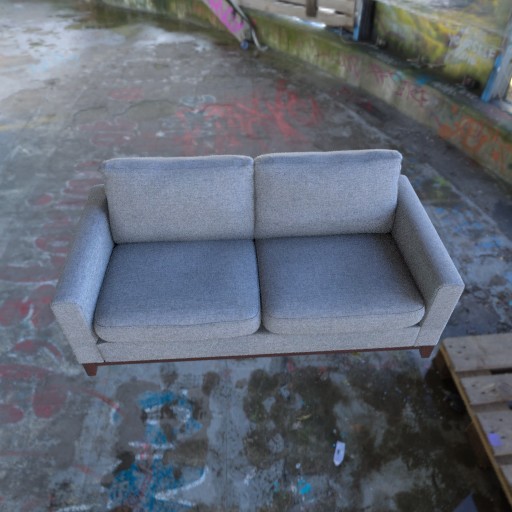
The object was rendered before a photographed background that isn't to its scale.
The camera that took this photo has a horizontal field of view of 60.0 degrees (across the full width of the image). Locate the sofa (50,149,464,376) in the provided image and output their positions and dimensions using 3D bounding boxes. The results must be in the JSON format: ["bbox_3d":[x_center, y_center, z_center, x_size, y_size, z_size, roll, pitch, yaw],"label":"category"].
[{"bbox_3d":[0.000,0.000,2.507,1.978,0.892,0.969,-2,44,-2],"label":"sofa"}]
